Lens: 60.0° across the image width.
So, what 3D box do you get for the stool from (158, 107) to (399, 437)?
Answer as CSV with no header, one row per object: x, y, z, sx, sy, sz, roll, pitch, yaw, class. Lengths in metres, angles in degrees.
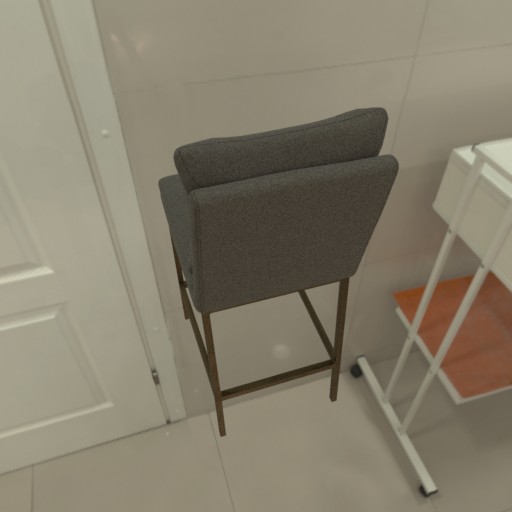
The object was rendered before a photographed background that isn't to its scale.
0.000,0.000,1.329,0.463,1.030,0.569,-13,45,-13,stool
